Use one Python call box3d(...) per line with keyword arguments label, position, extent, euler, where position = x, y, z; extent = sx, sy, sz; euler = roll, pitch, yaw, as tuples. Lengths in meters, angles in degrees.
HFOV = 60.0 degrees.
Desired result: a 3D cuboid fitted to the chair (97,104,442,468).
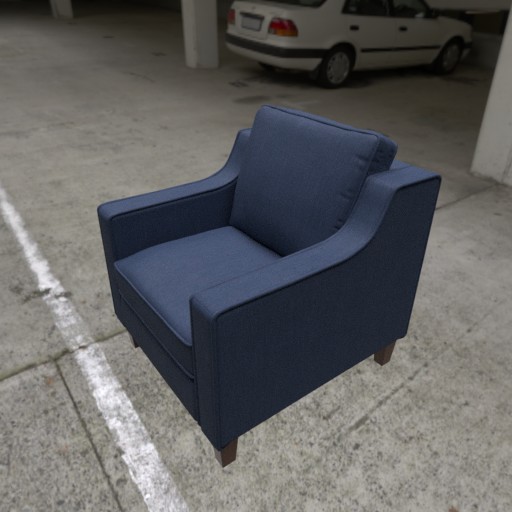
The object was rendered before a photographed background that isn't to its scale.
box3d(label="chair", position=(0.000, 0.000, 1.665), extent=(0.909, 0.960, 0.831), euler=(-20, 36, -31))
